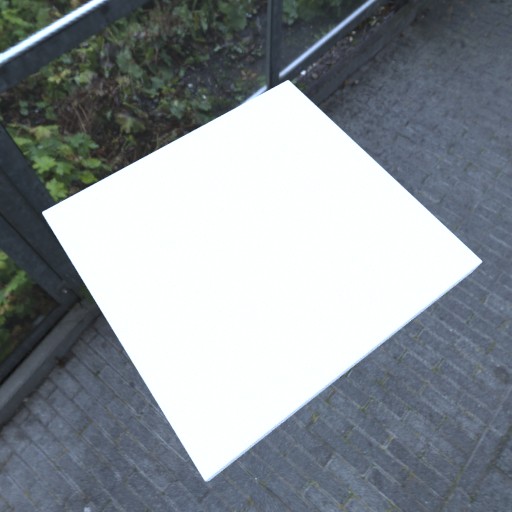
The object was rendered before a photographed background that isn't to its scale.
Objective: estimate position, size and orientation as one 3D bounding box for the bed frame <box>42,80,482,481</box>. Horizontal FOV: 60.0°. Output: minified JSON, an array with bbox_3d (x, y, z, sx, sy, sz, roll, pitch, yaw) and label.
[{"bbox_3d":[0.000,0.000,3.041,2.032,0.559,1.930,-33,68,-15],"label":"bed frame"}]
